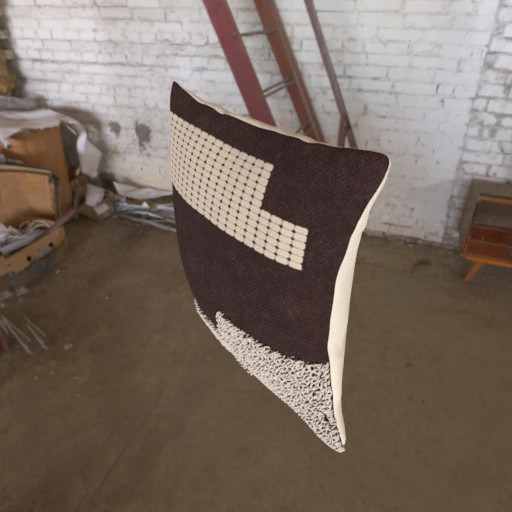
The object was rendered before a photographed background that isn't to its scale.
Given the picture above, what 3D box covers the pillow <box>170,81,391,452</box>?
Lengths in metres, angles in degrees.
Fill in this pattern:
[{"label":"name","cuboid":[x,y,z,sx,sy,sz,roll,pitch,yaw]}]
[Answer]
[{"label":"pillow","cuboid":[0.000,0.000,0.721,0.178,0.473,0.475,-20,37,-29]}]
